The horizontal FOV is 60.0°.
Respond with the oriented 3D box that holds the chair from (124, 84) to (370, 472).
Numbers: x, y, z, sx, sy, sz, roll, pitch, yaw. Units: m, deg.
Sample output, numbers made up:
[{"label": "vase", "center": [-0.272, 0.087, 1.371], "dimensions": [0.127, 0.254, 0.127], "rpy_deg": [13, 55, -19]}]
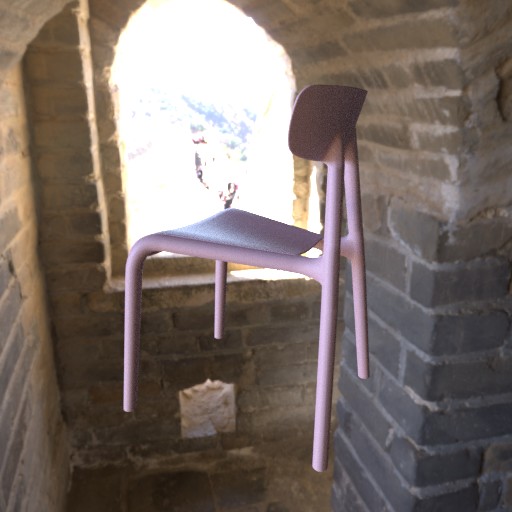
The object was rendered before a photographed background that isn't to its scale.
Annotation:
[{"label": "chair", "center": [0.000, 0.000, 0.835], "dimensions": [0.401, 0.580, 0.356], "rpy_deg": [8, 19, 25]}]
